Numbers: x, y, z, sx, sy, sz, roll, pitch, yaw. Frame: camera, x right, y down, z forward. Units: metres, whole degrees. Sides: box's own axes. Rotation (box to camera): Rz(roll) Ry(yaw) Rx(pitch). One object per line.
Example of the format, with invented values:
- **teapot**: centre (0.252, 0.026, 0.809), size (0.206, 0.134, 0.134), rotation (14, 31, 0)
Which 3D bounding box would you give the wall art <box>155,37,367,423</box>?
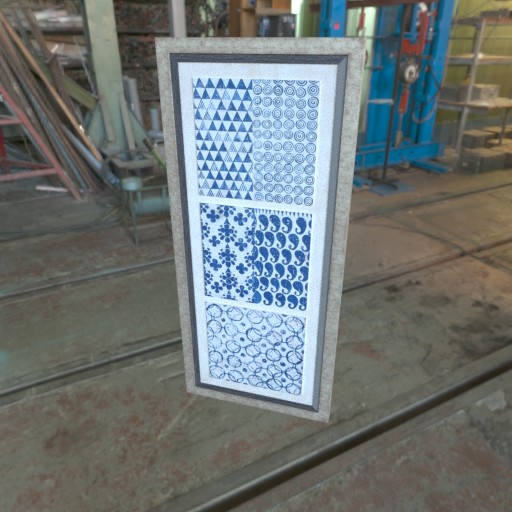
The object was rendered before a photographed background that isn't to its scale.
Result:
- **wall art**: centre (0.000, 0.000, 1.651), size (0.648, 1.461, 0.051), rotation (7, 27, 15)
